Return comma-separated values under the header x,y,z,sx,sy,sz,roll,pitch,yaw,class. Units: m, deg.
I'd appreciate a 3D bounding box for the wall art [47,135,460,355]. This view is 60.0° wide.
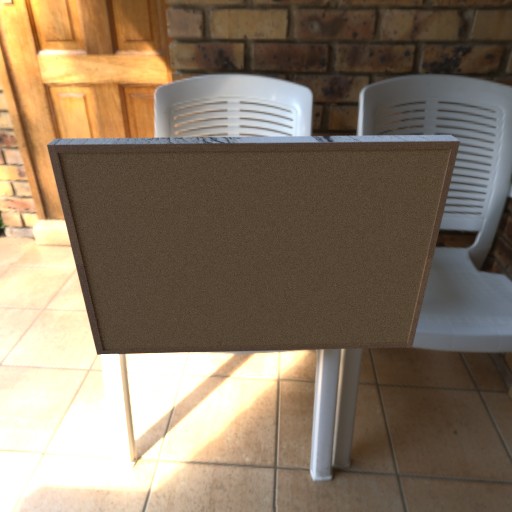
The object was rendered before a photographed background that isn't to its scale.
x,y,z,sx,sy,sz,roll,pitch,yaw,class
0.000,0.000,0.773,0.613,0.407,0.035,-1,30,-2,wall art
